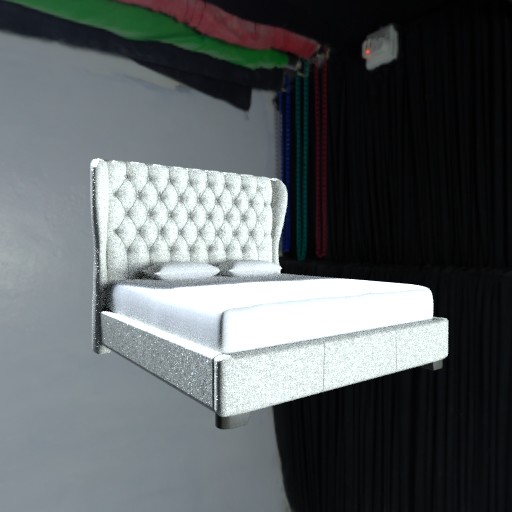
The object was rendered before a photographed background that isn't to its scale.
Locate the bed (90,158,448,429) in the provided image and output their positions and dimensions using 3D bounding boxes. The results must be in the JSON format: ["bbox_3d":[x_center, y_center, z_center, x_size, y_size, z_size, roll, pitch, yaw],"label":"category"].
[{"bbox_3d":[0.000,0.000,3.835,2.219,1.771,2.347,-1,2,-36],"label":"bed"}]
